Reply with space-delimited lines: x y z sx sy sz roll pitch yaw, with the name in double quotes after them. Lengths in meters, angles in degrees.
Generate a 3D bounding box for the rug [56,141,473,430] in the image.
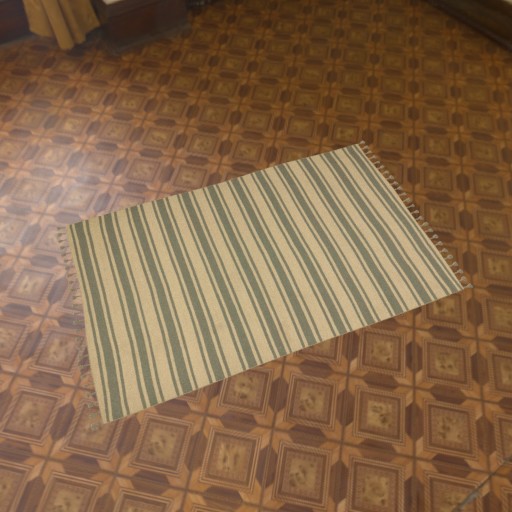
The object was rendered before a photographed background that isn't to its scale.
0.000 0.000 2.515 2.084 0.009 1.222 -18 59 -11 "rug"
